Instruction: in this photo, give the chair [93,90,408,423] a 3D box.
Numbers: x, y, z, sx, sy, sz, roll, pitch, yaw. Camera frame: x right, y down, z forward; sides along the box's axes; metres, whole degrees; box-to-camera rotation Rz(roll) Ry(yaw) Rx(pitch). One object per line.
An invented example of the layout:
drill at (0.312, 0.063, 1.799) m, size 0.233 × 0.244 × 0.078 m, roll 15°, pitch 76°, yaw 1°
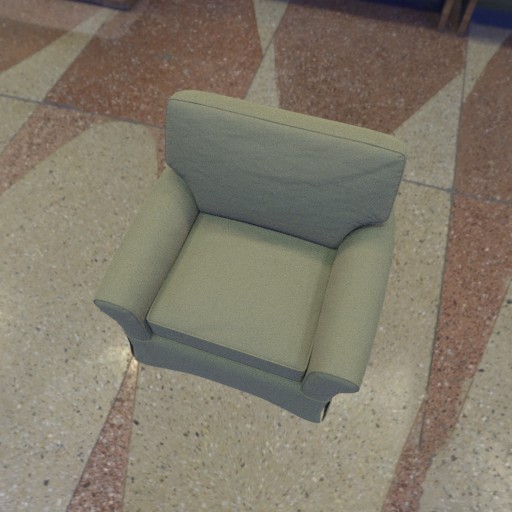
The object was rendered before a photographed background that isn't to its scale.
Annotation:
chair at (0.000, 0.000, 1.953) m, size 1.135 × 1.017 × 0.988 m, roll 16°, pitch 61°, yaw 9°
